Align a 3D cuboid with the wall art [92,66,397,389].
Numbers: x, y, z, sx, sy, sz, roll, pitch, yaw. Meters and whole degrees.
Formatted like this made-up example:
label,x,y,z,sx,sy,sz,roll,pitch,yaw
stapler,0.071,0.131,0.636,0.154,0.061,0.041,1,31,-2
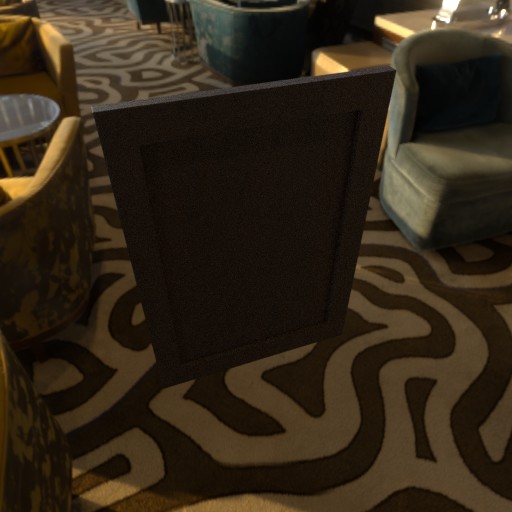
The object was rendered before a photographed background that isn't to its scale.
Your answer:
label,x,y,z,sx,sy,sz,roll,pitch,yaw
wall art,0.000,0.000,0.672,0.359,0.513,0.017,-14,43,-15
